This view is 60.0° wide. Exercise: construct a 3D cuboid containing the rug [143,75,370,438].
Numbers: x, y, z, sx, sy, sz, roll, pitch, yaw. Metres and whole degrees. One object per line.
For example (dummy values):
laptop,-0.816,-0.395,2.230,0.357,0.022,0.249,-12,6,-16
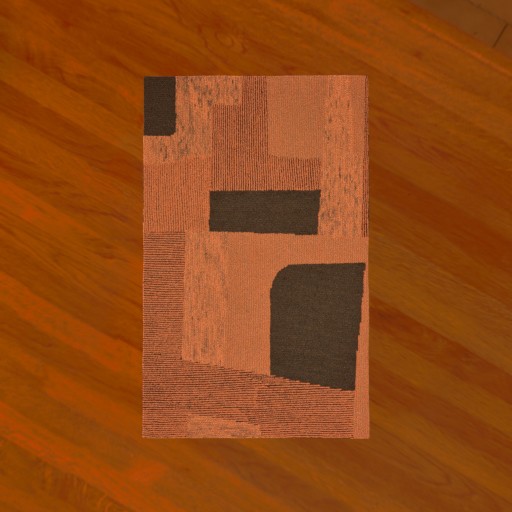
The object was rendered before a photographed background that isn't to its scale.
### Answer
rug,0.000,0.000,2.977,1.521,0.015,2.436,0,89,0
